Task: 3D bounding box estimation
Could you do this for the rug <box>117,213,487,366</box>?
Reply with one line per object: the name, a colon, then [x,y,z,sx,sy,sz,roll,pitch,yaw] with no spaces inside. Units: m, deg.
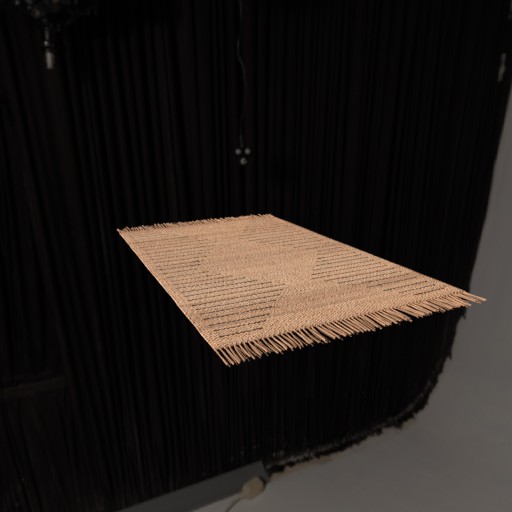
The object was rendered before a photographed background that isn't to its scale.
rug: [0.000,0.000,2.552,1.224,0.027,2.085,-8,19,-25]
